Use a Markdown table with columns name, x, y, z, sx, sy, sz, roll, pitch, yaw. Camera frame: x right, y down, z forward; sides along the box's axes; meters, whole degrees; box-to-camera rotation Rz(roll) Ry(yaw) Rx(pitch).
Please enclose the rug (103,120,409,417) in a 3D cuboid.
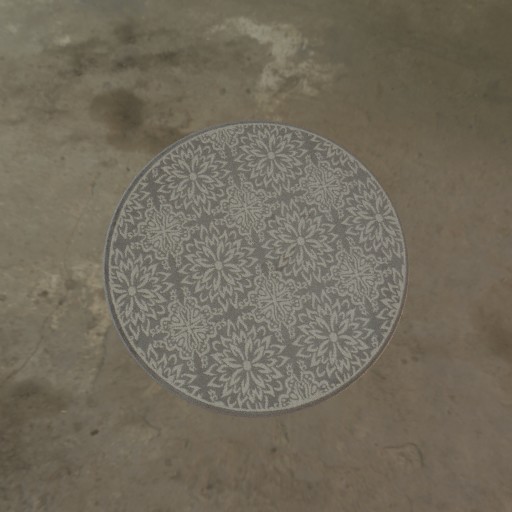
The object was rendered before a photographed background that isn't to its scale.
| name | x | y | z | sx | sy | sz | roll | pitch | yaw |
| --- | --- | --- | --- | --- | --- | --- | --- | --- | --- |
| rug | 0.000 | 0.000 | 2.313 | 1.593 | 0.012 | 1.593 | 0 | 76 | 0 |
